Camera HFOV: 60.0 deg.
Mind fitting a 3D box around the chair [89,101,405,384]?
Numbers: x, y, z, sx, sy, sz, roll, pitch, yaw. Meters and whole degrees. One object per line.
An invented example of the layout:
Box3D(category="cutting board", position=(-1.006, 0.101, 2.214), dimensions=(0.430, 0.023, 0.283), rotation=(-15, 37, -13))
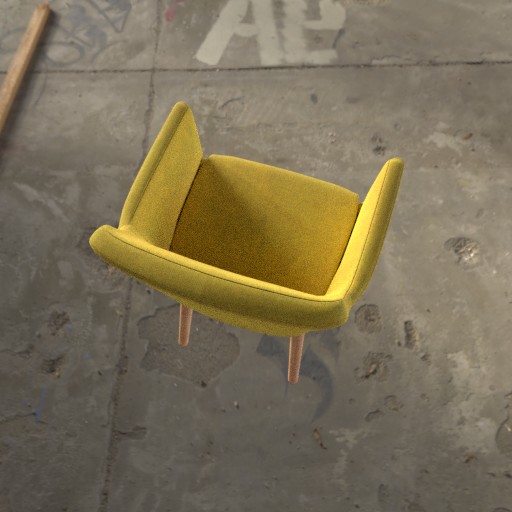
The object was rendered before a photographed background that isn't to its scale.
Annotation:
Box3D(category="chair", position=(0.000, 0.000, 1.171), dimensions=(0.570, 0.780, 0.570), rotation=(17, 65, 8))
